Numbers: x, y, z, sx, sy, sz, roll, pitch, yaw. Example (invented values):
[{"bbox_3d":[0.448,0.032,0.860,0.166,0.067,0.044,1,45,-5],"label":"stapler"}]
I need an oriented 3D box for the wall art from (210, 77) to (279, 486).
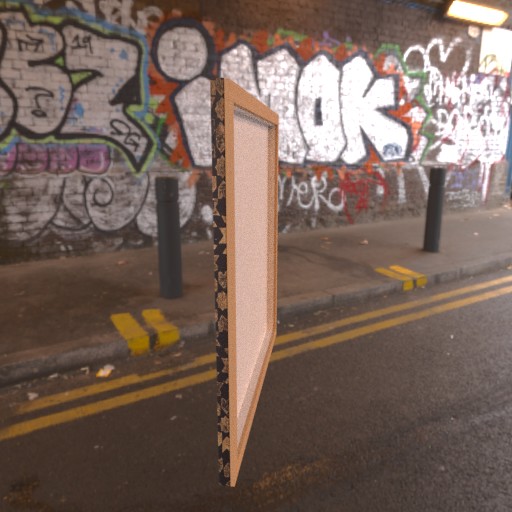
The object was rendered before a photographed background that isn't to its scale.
[{"bbox_3d":[0.000,0.000,1.389,0.038,0.914,0.914,2,14,9],"label":"wall art"}]
